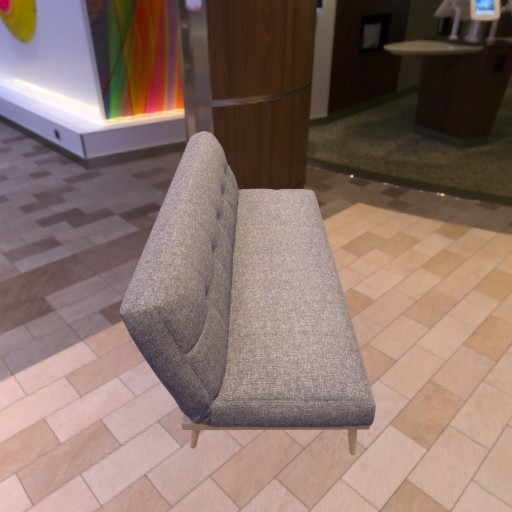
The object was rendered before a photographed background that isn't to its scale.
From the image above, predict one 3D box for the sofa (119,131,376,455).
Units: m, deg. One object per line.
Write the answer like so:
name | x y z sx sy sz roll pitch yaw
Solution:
sofa | 0.000 0.000 2.229 0.820 0.770 1.820 0 32 0
